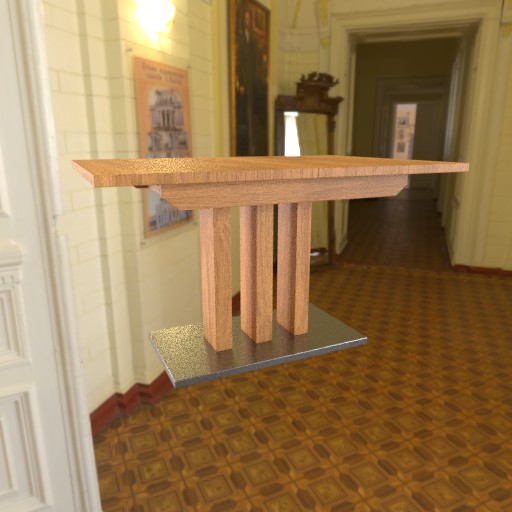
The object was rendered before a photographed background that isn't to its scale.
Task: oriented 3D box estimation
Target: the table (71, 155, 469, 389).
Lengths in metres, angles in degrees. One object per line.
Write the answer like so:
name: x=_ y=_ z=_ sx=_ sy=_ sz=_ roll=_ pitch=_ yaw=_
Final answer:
table: x=0.000 y=0.000 z=1.842 sx=1.300 sy=0.770 sz=0.900 roll=-7 pitch=16 yaw=-24
